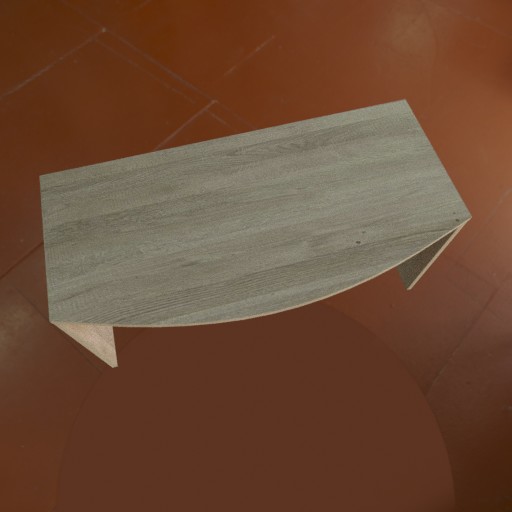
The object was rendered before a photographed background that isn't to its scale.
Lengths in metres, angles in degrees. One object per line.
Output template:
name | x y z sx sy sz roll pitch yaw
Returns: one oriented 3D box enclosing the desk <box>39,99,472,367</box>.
desk | 0.000 0.000 2.054 1.600 0.752 0.802 -14 65 -7
